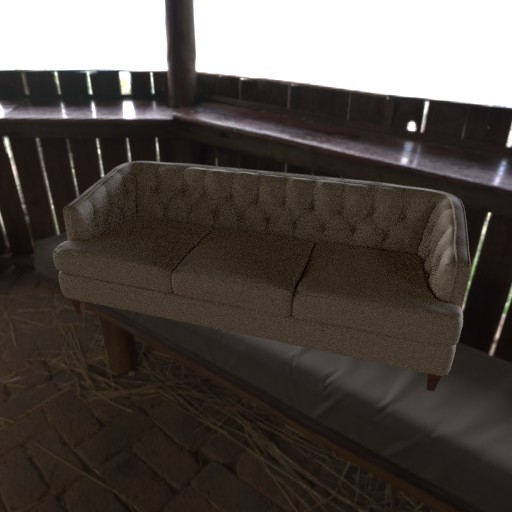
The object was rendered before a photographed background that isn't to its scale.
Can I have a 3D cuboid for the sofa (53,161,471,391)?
[{"bbox_3d":[0.000,0.000,2.651,2.235,0.788,0.913,9,29,16],"label":"sofa"}]
